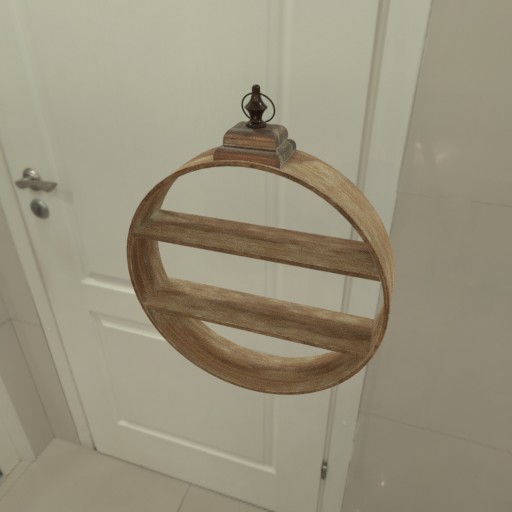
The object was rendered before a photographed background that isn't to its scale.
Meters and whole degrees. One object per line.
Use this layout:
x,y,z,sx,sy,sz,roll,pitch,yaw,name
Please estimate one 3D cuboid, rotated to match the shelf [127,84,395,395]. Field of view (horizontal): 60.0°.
0.000,0.000,0.987,0.601,0.725,0.125,10,33,16,shelf
